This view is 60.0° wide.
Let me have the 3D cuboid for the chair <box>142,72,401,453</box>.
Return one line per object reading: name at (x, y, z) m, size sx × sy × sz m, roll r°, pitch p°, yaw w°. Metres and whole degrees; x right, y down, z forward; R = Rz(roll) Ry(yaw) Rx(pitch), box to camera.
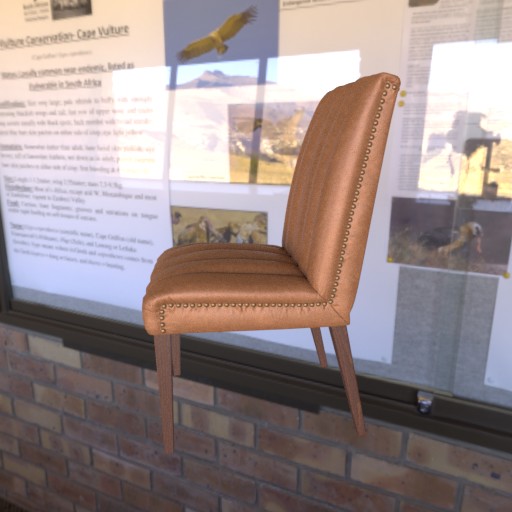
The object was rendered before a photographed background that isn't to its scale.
chair at (0.000, 0.000, 1.366) m, size 0.647 × 1.016 × 0.511 m, roll -2°, pitch 15°, yaw -7°
